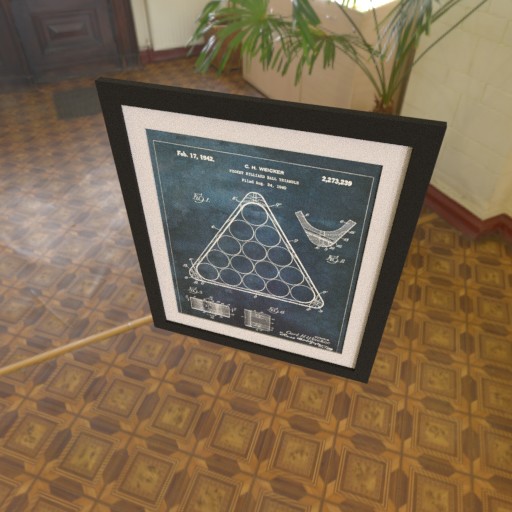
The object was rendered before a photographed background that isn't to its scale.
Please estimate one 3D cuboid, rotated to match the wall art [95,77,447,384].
[{"bbox_3d":[0.000,0.000,0.500,0.311,0.361,0.010,12,44,13],"label":"wall art"}]
